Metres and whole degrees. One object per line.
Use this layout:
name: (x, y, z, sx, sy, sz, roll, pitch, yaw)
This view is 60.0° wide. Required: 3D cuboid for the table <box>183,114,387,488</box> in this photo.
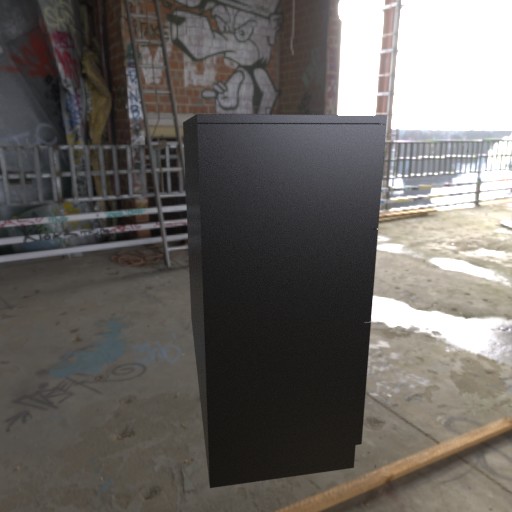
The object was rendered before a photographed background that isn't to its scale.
table: (0.000, 0.000, 1.347, 0.380, 0.790, 0.930, -3, 16, -10)
